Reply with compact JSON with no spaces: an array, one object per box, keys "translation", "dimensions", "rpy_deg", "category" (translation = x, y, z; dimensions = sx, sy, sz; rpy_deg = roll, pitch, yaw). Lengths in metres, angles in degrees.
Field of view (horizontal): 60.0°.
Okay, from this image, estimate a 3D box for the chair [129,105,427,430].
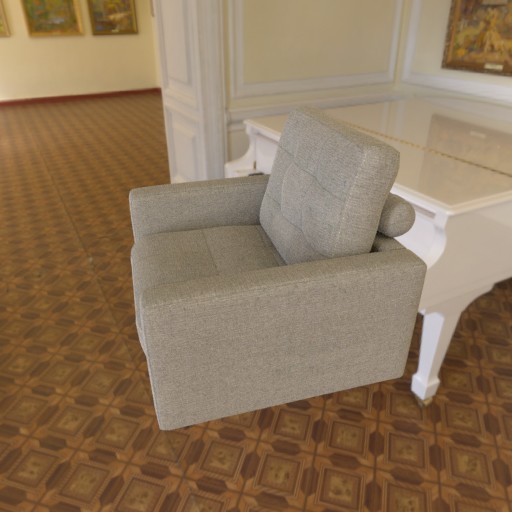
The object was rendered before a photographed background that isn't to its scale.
[{"translation":[0.000,0.000,1.533],"dimensions":[0.843,0.880,0.821],"rpy_deg":[-8,31,-14],"category":"chair"}]
